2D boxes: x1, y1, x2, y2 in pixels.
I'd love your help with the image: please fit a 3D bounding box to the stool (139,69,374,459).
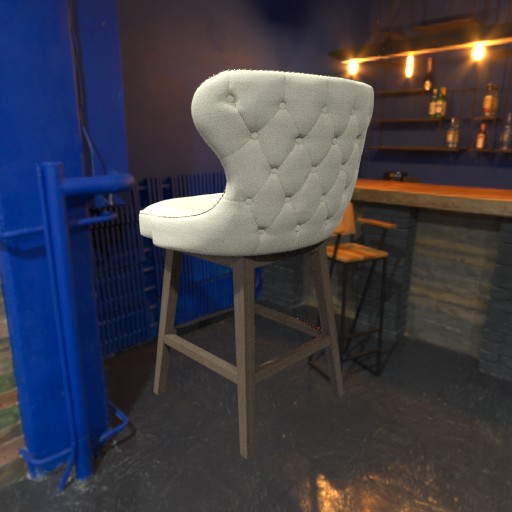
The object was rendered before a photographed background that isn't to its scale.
[{"bbox_3d":[0.000,0.000,1.345,0.615,0.972,0.597,-14,20,-43],"label":"stool"}]
